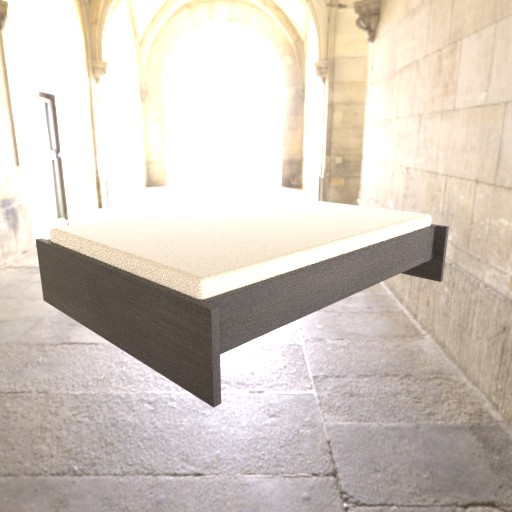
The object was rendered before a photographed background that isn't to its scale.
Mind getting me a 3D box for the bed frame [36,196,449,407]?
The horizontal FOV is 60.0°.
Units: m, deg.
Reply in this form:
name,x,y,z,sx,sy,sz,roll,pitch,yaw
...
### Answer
name,x,y,z,sx,sy,sz,roll,pitch,yaw
bed frame,0.000,0.000,2.650,1.490,0.432,1.950,14,21,42
